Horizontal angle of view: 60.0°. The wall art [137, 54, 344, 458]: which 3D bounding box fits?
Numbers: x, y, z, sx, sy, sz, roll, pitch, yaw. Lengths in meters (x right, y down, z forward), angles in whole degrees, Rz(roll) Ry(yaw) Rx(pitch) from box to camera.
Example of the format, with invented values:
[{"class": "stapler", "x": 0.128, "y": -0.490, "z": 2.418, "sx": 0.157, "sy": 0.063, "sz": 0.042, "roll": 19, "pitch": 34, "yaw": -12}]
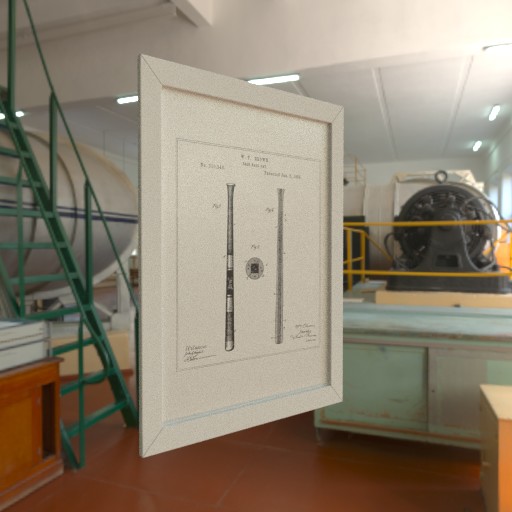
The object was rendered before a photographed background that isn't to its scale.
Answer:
[{"class": "wall art", "x": 0.000, "y": 0.000, "z": 0.691, "sx": 0.374, "sy": 0.529, "sz": 0.012, "roll": -1, "pitch": 1, "yaw": -35}]
